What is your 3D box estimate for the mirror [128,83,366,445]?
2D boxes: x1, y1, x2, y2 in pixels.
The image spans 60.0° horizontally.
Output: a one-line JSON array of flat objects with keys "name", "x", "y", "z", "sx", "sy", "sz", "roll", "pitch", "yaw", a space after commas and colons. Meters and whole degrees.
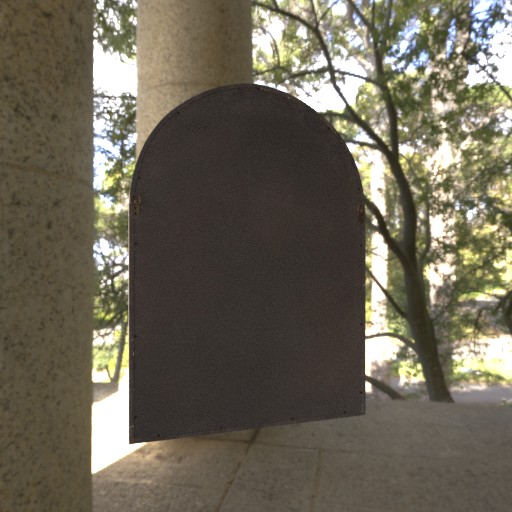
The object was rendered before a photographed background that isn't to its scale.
[{"name": "mirror", "x": 0.000, "y": 0.000, "z": 1.196, "sx": 0.660, "sy": 0.920, "sz": 0.032, "roll": 0, "pitch": 0, "yaw": -18}]
